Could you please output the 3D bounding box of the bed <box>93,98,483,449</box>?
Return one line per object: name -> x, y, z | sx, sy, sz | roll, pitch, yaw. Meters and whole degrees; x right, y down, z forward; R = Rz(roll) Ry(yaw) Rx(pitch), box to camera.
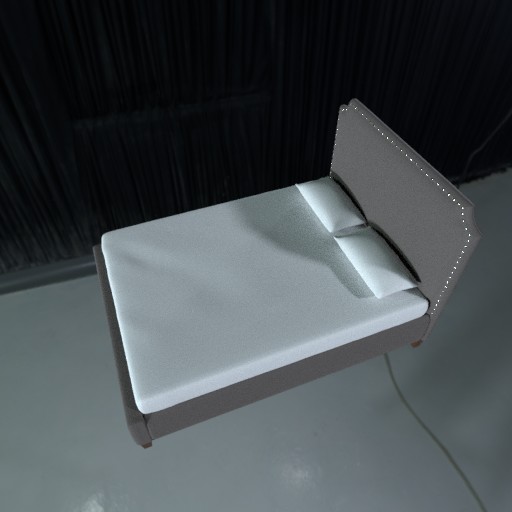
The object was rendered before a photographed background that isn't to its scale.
bed -> 0.000, 0.000, 3.376 | 2.372, 1.443, 1.713 | -16, 49, -14
